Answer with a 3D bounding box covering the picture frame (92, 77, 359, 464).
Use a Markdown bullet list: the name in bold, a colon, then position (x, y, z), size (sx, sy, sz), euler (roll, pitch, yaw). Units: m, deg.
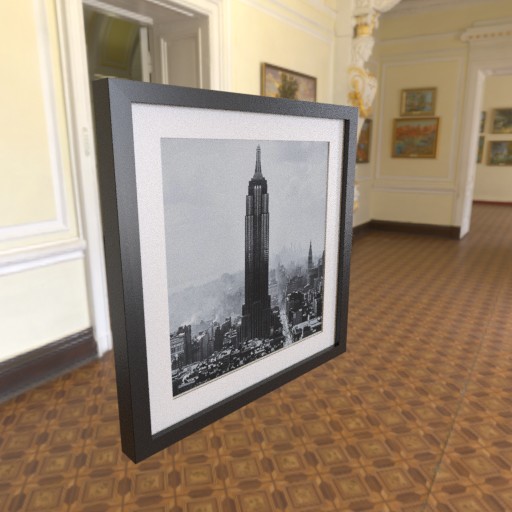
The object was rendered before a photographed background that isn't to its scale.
- **picture frame**: position (0.000, 0.000, 0.520), size (0.355, 0.353, 0.029), euler (-13, 18, -43)
